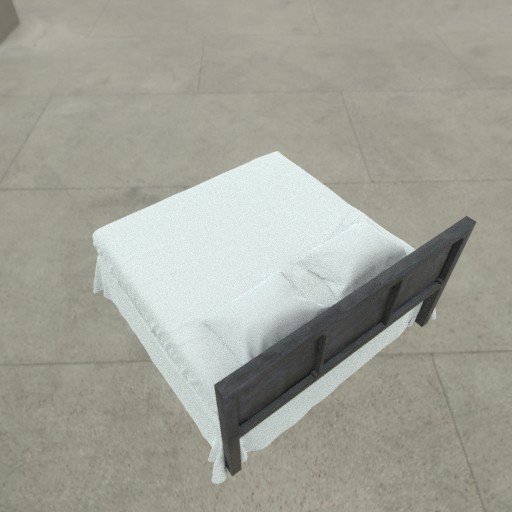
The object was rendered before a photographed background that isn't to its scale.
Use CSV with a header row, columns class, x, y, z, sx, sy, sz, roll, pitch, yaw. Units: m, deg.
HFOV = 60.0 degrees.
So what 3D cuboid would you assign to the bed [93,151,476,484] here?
class,x,y,z,sx,sy,sz,roll,pitch,yaw
bed,0.000,0.000,3.487,2.255,1.158,2.165,-29,53,-25
